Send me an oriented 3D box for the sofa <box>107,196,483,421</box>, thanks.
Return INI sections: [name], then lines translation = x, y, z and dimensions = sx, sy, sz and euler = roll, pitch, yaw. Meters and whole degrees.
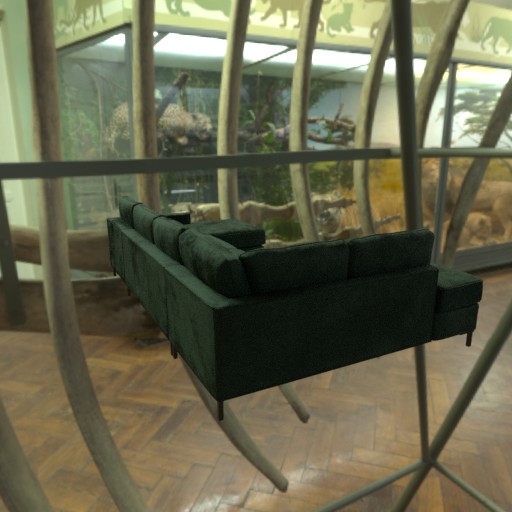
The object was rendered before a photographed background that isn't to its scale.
[sofa]
translation = 0.000, 0.000, 3.837
dimensions = 1.992, 0.861, 2.994
euler = -7, 16, -27
